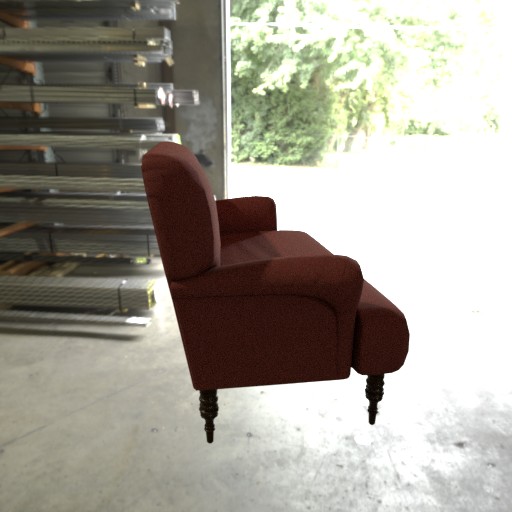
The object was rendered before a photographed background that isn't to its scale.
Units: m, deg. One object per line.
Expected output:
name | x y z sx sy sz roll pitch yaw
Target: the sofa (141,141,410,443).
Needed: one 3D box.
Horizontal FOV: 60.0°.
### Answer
sofa | 0.000 0.000 1.821 0.779 0.889 1.297 -3 16 -9
